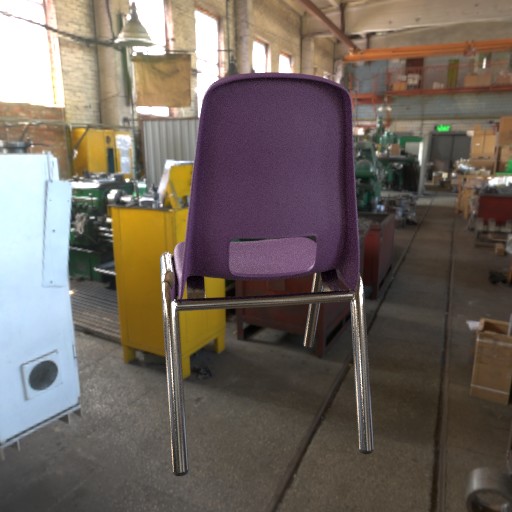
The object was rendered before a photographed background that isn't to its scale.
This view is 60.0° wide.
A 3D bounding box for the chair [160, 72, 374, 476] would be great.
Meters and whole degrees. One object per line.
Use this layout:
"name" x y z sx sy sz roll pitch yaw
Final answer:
"chair" 0.000 0.000 0.826 0.356 0.584 0.419 -2 14 -9
